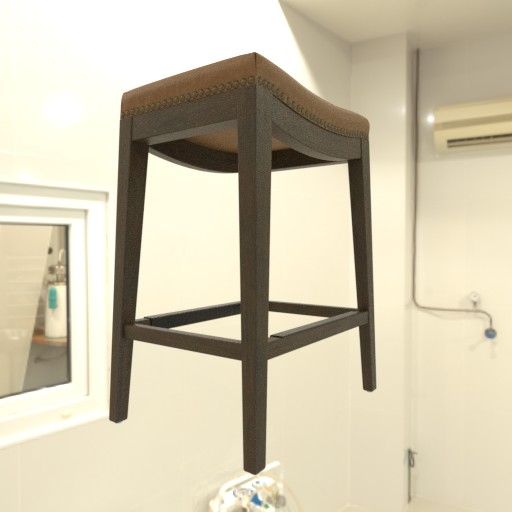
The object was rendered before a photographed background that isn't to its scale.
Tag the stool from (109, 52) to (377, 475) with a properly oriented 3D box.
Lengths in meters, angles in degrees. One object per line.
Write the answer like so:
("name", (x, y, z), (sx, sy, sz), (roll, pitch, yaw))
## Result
("stool", (0.000, 0.000, 0.970), (0.361, 0.660, 0.500), (1, 2, 36))
